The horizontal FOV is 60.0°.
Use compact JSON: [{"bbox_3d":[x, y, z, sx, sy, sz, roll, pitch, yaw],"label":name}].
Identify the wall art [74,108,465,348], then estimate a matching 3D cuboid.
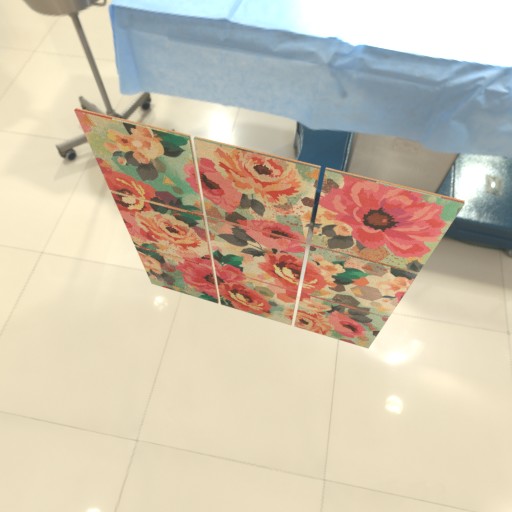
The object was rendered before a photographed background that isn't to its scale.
[{"bbox_3d":[0.000,0.000,1.847,1.216,1.220,0.013,16,61,9],"label":"wall art"}]
